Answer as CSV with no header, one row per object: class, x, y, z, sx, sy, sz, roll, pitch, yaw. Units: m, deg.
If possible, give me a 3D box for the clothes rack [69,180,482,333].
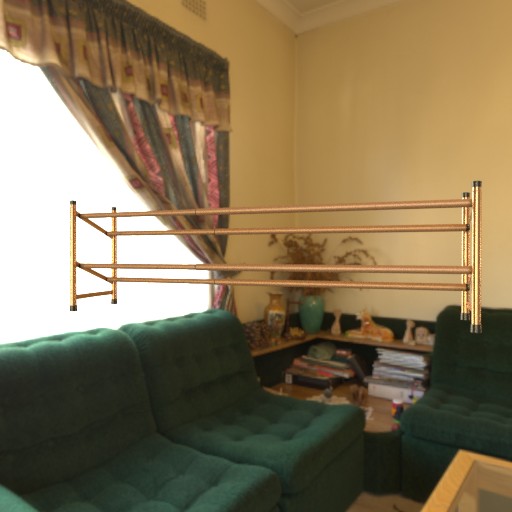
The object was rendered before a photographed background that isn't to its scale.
clothes rack,0.000,0.000,1.304,1.168,0.349,0.229,0,0,19
